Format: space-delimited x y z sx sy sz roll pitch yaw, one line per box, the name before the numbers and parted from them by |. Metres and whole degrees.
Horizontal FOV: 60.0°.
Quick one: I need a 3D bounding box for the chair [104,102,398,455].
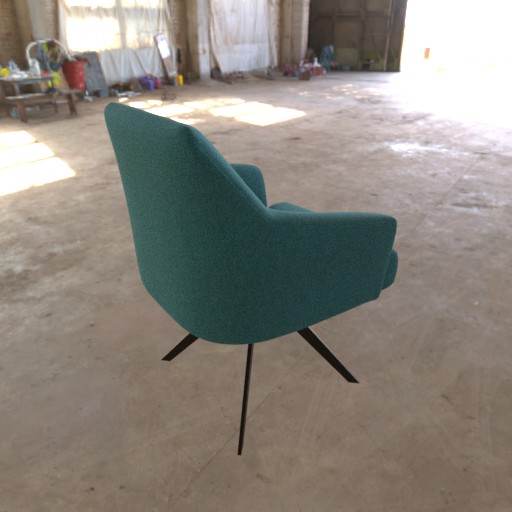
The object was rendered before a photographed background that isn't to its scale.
chair | 0.000 0.000 1.307 0.677 0.874 0.642 -18 32 -32
